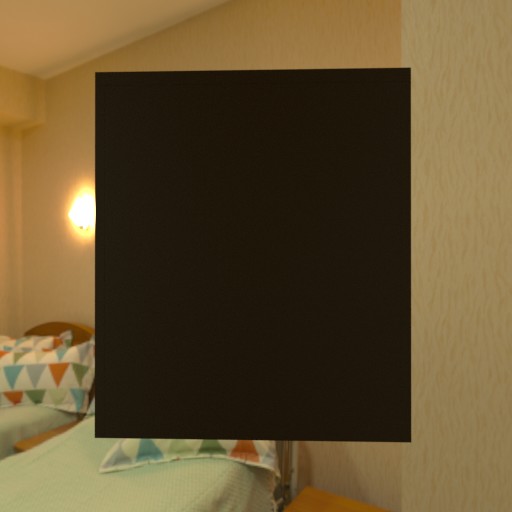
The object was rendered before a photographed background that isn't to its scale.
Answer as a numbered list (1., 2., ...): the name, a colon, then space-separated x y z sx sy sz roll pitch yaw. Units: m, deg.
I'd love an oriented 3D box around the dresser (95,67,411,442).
1. dresser: 0.000 0.000 0.740 0.400 0.470 0.360 0 0 2
